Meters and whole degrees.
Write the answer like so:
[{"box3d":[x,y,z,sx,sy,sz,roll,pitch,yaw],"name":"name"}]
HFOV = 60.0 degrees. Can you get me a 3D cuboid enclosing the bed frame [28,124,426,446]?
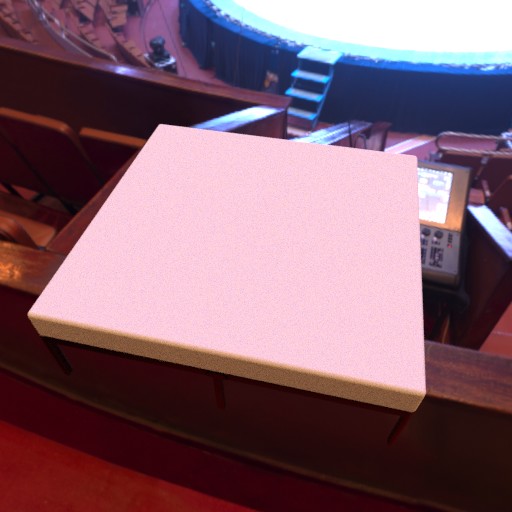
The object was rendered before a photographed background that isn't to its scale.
[{"box3d":[0.000,0.000,3.076,2.079,0.659,1.963,9,48,9],"name":"bed frame"}]
